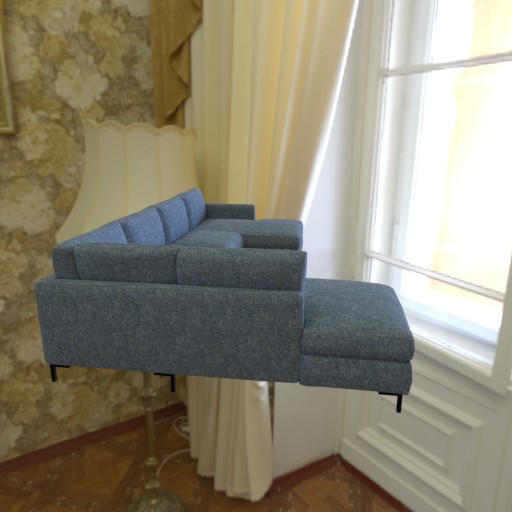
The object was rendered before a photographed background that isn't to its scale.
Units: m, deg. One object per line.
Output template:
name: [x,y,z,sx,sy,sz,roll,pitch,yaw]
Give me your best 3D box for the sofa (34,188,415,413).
sofa: [0.000,0.000,3.412,1.879,0.756,2.737,2,16,8]
